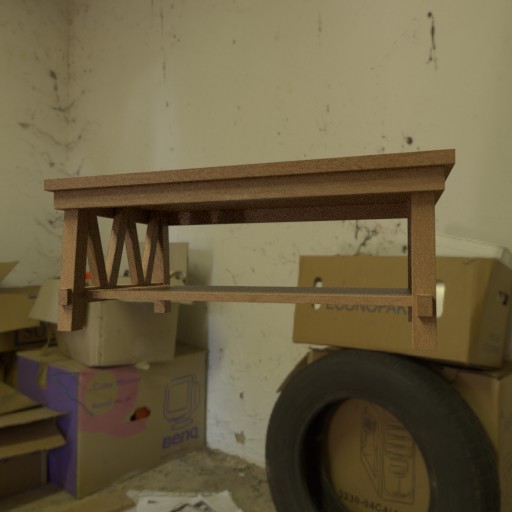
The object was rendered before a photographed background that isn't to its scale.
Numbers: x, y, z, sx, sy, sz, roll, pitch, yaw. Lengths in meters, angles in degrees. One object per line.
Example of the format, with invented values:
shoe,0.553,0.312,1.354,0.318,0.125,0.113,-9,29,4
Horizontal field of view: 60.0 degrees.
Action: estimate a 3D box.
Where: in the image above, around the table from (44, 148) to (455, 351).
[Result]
table,0.000,0.000,1.629,1.270,0.507,0.711,0,-2,18
